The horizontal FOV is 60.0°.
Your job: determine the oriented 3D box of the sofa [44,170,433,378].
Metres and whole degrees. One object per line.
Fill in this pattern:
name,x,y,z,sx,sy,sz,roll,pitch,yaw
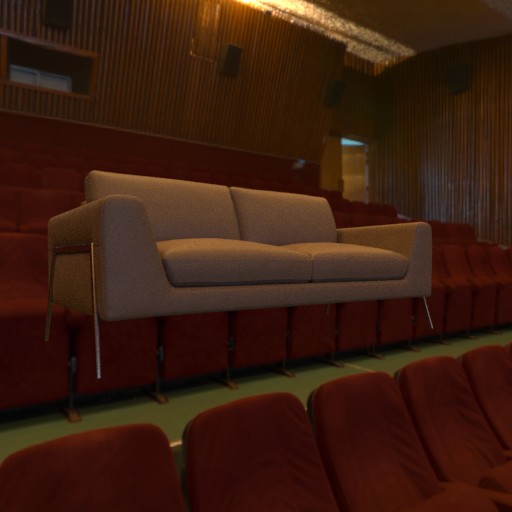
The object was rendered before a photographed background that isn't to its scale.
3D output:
sofa,0.000,0.000,2.496,2.017,0.875,0.953,1,-1,-36
